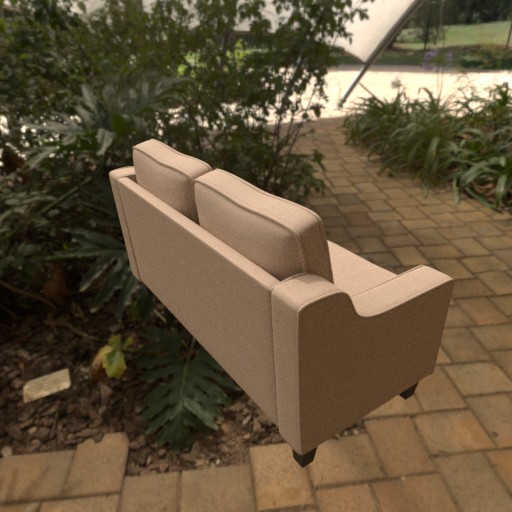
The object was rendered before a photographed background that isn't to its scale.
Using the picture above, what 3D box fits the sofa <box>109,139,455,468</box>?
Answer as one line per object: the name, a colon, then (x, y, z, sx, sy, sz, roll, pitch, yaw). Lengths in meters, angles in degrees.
sofa: (0.000, 0.000, 3.473, 1.351, 1.562, 2.587, -18, 32, -31)
